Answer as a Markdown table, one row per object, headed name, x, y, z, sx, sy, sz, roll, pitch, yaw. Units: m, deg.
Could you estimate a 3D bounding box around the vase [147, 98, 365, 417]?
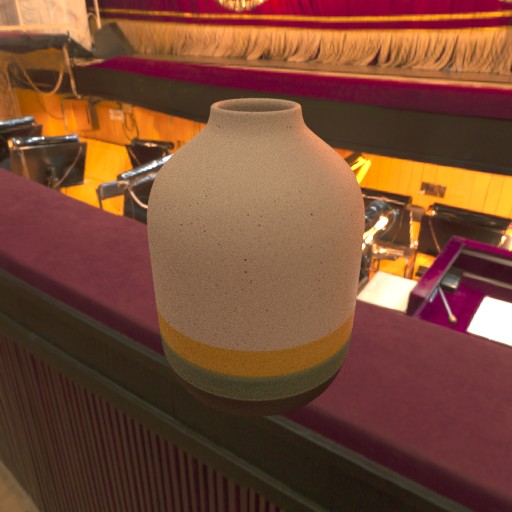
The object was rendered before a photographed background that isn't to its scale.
| name | x | y | z | sx | sy | sz | roll | pitch | yaw |
| --- | --- | --- | --- | --- | --- | --- | --- | --- | --- |
| vase | 0.000 | 0.000 | 0.367 | 0.169 | 0.240 | 0.169 | 0 | 28 | 0 |
